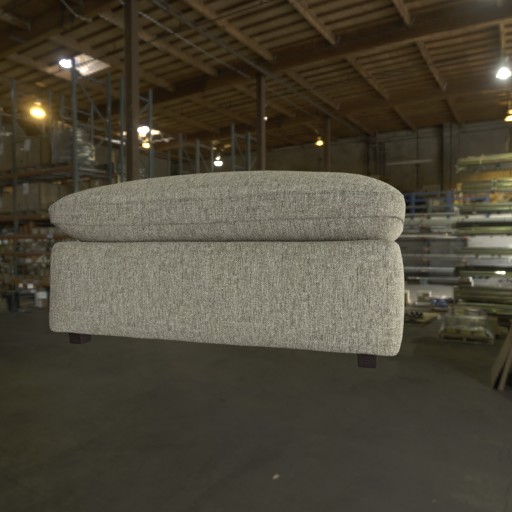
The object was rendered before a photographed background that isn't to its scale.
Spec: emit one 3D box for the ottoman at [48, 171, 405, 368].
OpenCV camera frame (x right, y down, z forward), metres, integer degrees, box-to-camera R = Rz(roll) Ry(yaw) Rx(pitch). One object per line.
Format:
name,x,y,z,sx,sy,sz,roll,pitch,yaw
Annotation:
ottoman,0.000,0.000,1.636,1.039,0.526,1.035,0,1,18
